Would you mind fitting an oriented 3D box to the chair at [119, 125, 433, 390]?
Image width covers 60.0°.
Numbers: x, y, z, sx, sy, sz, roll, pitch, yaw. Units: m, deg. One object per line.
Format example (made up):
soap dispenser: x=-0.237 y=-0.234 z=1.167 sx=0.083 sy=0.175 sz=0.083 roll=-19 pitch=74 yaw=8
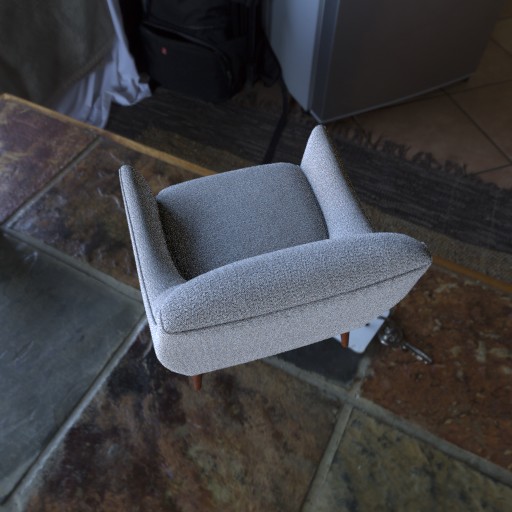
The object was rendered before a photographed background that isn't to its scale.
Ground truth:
chair: x=0.000 y=0.000 z=1.468 sx=0.762 sy=0.838 sz=0.787 roll=-14 pitch=57 yaw=-9
